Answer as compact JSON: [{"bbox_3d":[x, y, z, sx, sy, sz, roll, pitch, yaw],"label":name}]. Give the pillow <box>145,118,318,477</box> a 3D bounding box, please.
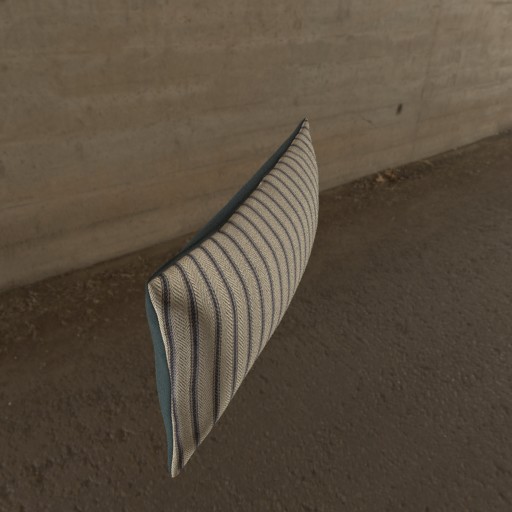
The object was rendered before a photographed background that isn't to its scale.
[{"bbox_3d":[0.000,0.000,0.716,0.151,0.305,0.609,10,32,16],"label":"pillow"}]
